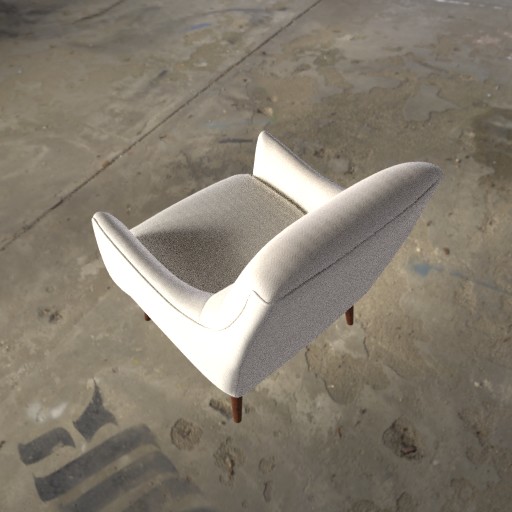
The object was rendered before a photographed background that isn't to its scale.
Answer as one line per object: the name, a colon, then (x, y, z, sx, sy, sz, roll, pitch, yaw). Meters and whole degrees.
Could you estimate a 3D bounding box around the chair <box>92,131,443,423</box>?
chair: (0.000, 0.000, 1.456, 0.762, 0.838, 0.787, -33, 55, -27)
